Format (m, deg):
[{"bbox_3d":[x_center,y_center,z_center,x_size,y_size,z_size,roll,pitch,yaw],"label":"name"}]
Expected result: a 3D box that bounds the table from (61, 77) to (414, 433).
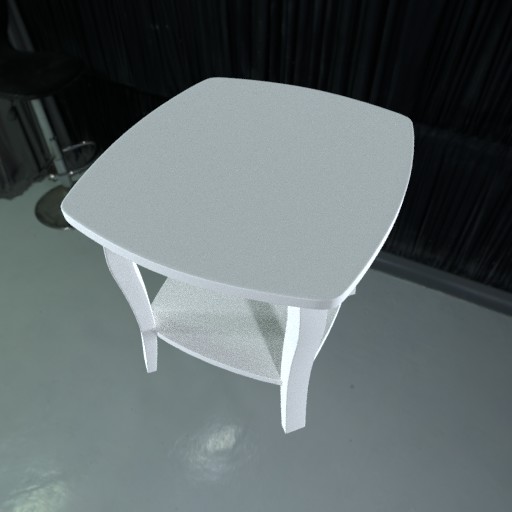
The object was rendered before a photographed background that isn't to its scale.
[{"bbox_3d":[0.000,0.000,0.836,0.451,0.438,0.502,18,49,16],"label":"table"}]
